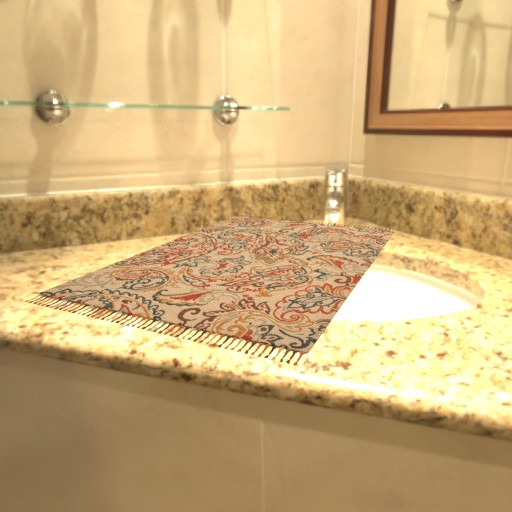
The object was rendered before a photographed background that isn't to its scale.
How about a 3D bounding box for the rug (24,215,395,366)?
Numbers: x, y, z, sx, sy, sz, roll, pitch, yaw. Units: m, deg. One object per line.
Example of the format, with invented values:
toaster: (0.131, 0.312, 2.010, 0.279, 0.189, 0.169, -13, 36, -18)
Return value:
rug: (0.000, 0.000, 2.456, 1.218, 0.010, 1.997, 8, 18, 24)
